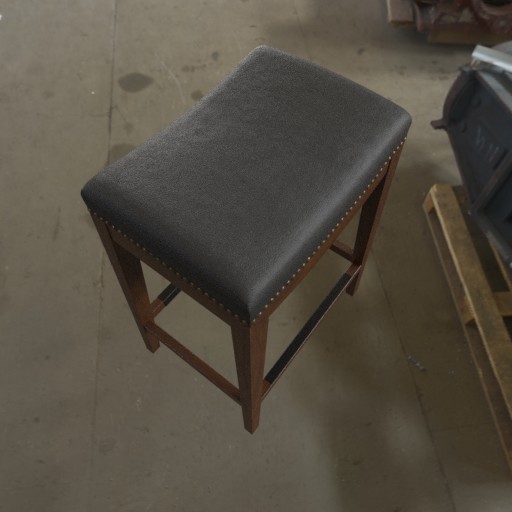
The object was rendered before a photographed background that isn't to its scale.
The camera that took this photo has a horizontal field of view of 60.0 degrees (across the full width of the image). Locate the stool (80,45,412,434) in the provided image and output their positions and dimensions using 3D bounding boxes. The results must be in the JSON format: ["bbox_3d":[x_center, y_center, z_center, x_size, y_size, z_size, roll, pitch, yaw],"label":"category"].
[{"bbox_3d":[0.000,0.000,0.940,0.353,0.664,0.490,33,64,19],"label":"stool"}]
